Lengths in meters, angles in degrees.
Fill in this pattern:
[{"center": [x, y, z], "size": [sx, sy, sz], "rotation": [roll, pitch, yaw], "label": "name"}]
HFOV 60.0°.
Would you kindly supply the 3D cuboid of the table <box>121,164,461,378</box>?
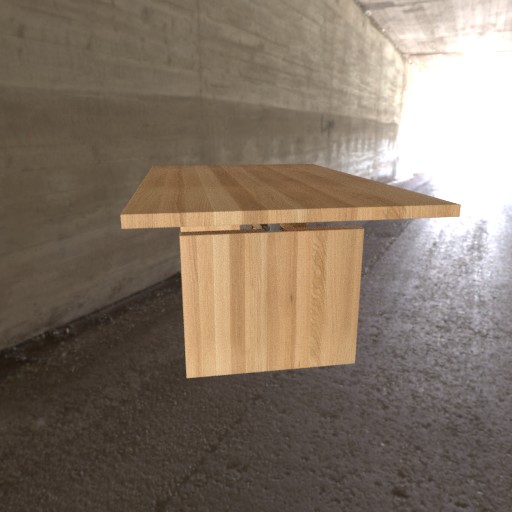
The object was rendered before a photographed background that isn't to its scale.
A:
[{"center": [0.000, 0.000, 1.477], "size": [0.700, 0.510, 1.100], "rotation": [-3, 16, -9], "label": "table"}]
